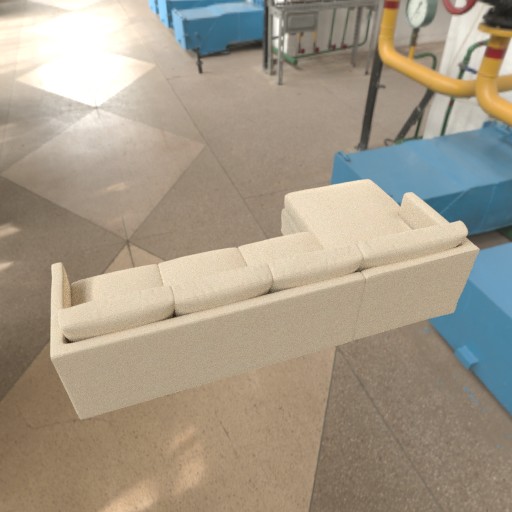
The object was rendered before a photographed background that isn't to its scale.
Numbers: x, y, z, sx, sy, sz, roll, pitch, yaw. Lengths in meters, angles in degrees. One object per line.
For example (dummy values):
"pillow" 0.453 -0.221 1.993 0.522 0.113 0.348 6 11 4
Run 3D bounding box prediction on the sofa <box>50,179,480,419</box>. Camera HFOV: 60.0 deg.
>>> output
"sofa" 0.000 0.000 3.828 3.205 0.922 1.650 -12 41 -15
